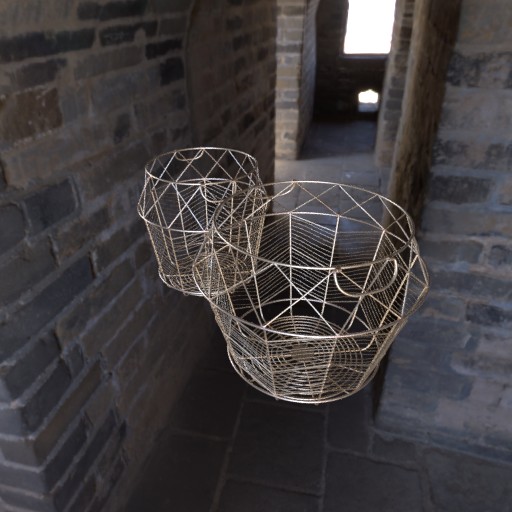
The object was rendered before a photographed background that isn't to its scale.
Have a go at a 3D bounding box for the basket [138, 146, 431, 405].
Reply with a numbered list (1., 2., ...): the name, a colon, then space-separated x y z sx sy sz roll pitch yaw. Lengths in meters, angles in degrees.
1. basket: 0.000 0.000 1.028 0.451 0.343 0.805 -20 36 -30
